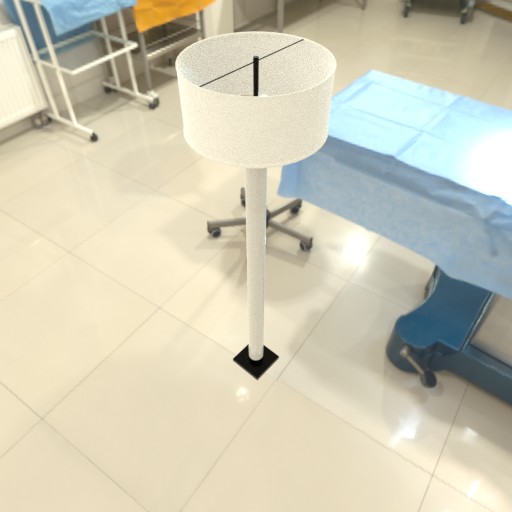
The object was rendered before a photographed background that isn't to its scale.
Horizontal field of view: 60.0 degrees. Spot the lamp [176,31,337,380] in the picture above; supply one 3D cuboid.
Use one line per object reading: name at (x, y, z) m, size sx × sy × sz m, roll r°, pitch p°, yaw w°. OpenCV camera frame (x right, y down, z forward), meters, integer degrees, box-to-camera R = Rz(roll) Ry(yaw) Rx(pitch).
lamp at (0.000, 0.000, 1.676) m, size 0.420 × 1.475 × 0.420 m, roll 32°, pitch 54°, yaw 28°
